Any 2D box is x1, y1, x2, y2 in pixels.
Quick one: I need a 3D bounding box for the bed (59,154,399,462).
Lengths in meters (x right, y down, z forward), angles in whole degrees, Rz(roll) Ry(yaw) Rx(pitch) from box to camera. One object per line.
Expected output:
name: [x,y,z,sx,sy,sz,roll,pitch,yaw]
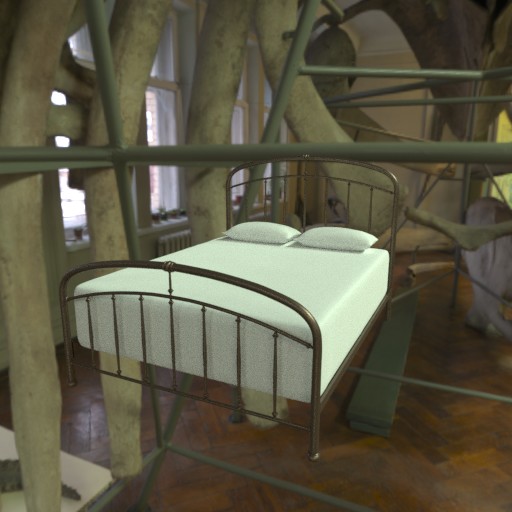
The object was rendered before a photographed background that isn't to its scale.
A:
bed: [0.000,0.000,3.298,1.711,1.475,2.168,6,14,25]
